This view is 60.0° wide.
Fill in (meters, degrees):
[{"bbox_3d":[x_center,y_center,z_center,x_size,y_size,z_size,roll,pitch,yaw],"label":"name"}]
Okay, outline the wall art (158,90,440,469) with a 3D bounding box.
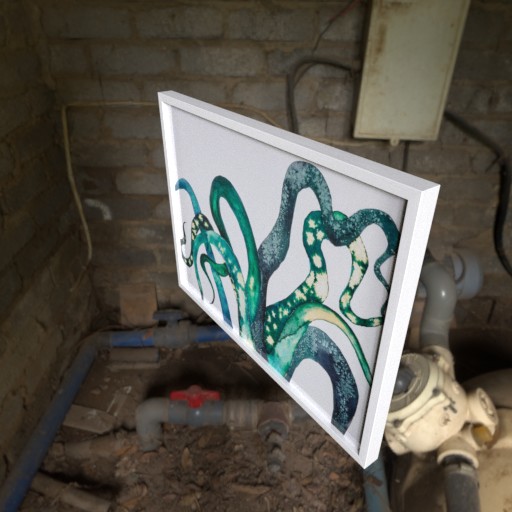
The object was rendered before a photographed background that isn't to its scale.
[{"bbox_3d":[0.000,0.000,1.338,0.053,0.787,1.041,-21,37,-30],"label":"wall art"}]
